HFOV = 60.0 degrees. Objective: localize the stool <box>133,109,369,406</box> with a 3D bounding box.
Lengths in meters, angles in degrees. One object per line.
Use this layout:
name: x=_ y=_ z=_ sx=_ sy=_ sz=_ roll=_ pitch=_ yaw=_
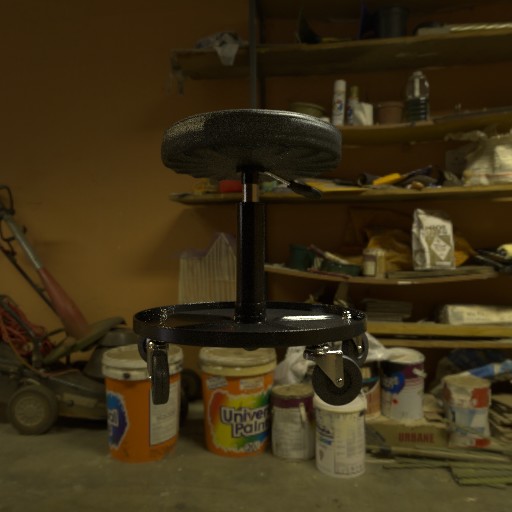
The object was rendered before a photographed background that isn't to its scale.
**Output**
stool: x=0.000 y=0.000 z=0.680 sx=0.382 sy=0.365 sz=0.381 roll=0 pitch=0 yaw=-36
